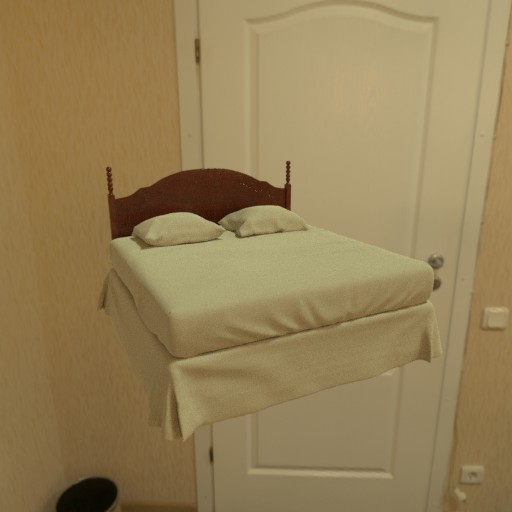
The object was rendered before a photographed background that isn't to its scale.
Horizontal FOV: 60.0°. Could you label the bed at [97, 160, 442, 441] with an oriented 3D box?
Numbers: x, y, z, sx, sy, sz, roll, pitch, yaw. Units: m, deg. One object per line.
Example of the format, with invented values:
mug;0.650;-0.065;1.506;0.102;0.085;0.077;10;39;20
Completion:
bed;0.000;0.000;3.616;2.322;1.355;2.219;-8;17;-26
